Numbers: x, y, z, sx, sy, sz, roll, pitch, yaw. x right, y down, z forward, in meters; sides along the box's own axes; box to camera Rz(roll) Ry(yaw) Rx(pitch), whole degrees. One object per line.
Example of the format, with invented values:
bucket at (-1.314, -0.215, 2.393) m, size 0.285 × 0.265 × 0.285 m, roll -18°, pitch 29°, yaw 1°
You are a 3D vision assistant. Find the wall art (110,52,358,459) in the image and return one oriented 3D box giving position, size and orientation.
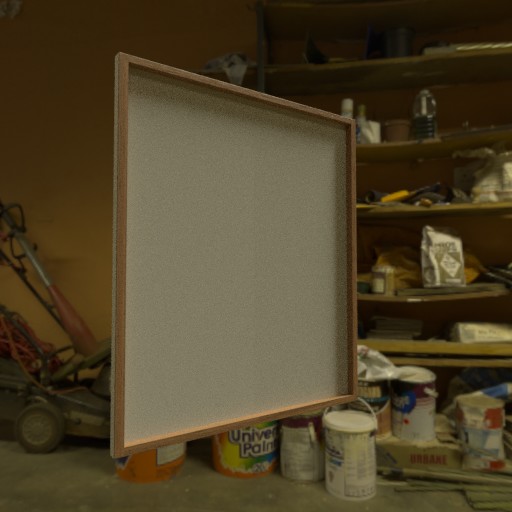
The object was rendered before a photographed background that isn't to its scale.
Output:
wall art at (0.000, 0.000, 0.956) m, size 0.609 × 0.710 × 0.021 m, roll 2°, pitch -3°, yaw -35°
